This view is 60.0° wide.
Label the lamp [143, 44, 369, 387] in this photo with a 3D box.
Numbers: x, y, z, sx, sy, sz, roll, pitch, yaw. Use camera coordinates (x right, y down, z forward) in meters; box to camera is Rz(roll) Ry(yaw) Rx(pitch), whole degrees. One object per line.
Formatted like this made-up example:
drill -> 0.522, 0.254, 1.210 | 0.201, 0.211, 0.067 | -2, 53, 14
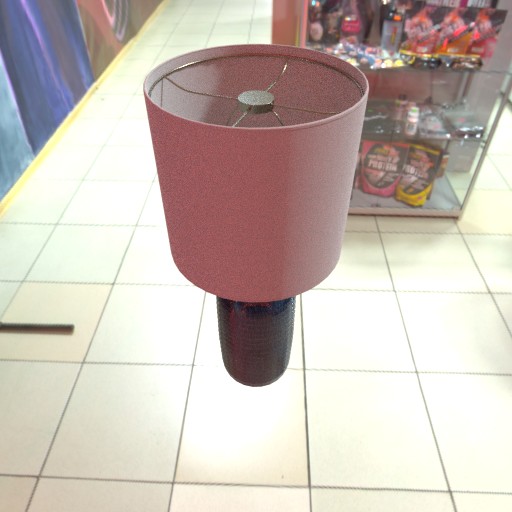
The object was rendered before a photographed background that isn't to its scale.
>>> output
lamp -> 0.000, 0.000, 0.599 | 0.220, 0.475, 0.220 | 25, 48, 25
